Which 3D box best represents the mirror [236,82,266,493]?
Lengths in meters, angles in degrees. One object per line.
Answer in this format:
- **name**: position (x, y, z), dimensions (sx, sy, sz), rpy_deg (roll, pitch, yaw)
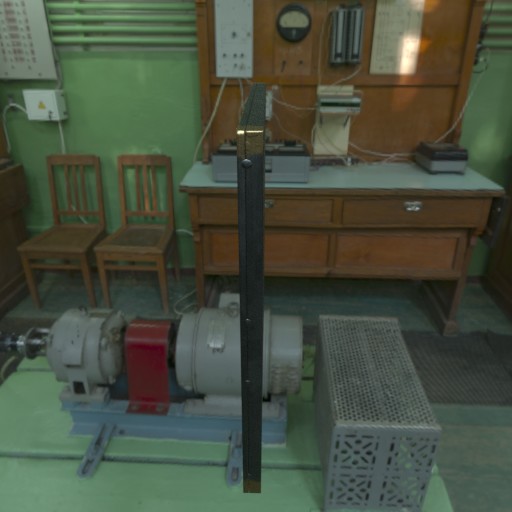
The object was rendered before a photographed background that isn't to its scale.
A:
- **mirror**: position (0.000, 0.000, 0.563), dimensions (0.020, 0.381, 0.382), rpy_deg (1, 26, 1)
